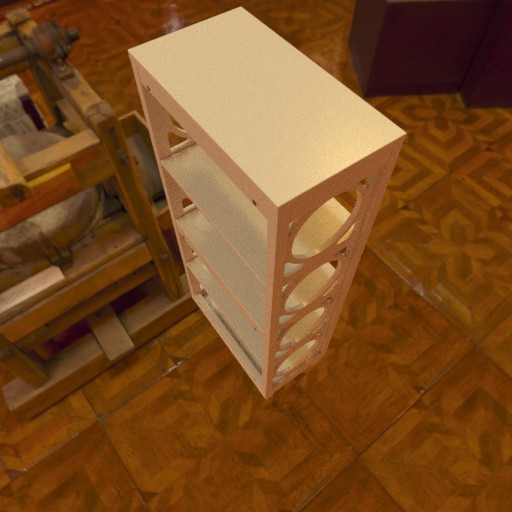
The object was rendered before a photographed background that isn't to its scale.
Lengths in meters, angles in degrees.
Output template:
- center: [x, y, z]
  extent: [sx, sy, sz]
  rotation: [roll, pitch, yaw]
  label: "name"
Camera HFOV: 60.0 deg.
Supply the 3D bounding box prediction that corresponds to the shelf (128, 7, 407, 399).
- center: [0.000, 0.000, 1.599]
  extent: [0.340, 1.411, 0.611]
  rotation: [-31, 62, -18]
  label: "shelf"
